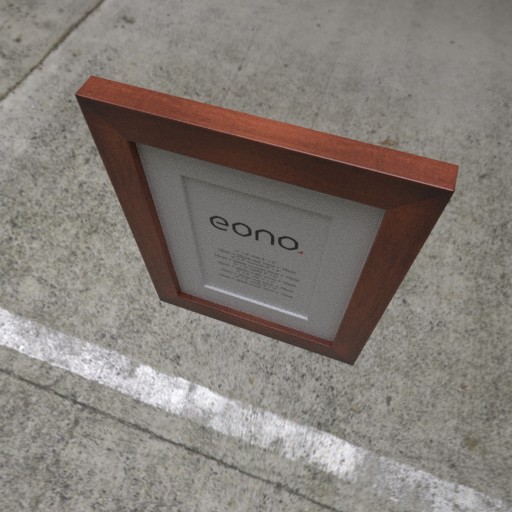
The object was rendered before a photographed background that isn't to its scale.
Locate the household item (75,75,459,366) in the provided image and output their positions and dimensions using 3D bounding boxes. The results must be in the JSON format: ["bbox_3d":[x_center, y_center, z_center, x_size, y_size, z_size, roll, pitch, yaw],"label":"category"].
[{"bbox_3d":[0.000,0.000,0.331,0.200,0.250,0.020,17,60,10],"label":"household item"}]
